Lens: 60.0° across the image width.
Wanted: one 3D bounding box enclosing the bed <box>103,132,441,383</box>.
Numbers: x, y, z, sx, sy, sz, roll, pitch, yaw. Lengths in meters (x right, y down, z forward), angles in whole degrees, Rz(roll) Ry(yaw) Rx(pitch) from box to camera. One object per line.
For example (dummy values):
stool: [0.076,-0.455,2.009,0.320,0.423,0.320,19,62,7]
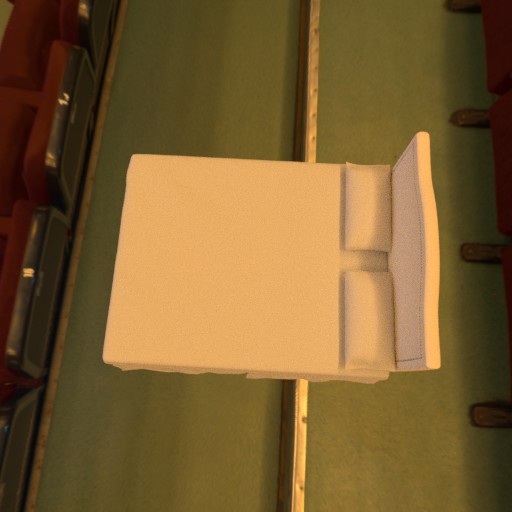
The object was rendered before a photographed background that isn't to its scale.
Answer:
bed: [0.000,0.000,3.677,2.477,1.437,1.977,3,75,1]
